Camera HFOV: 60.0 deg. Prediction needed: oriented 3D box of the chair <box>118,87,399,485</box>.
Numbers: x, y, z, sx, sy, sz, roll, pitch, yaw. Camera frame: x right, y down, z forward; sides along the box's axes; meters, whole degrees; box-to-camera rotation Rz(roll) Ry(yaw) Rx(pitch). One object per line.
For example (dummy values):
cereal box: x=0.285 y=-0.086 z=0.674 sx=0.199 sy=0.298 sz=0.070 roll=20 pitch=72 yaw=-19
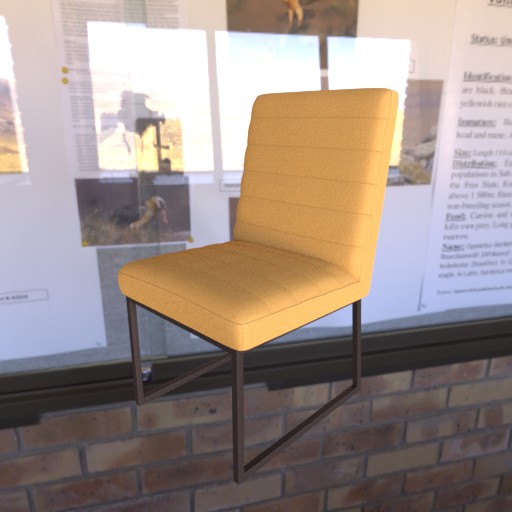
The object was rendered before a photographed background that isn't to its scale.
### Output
chair: x=0.000 y=0.000 z=1.294 sx=0.520 sy=0.930 sz=0.634 roll=16 pitch=23 yaw=42
